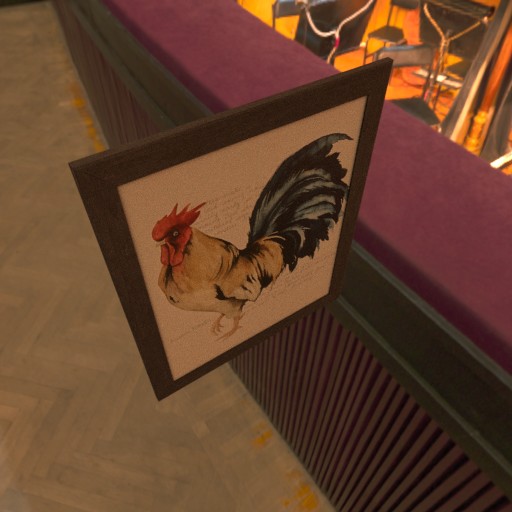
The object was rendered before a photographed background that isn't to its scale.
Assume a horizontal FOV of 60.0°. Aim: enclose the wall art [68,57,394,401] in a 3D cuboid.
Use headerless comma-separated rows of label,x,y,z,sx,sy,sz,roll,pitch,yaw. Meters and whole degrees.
wall art,0.000,0.000,0.771,0.476,0.570,0.013,-26,53,-22
